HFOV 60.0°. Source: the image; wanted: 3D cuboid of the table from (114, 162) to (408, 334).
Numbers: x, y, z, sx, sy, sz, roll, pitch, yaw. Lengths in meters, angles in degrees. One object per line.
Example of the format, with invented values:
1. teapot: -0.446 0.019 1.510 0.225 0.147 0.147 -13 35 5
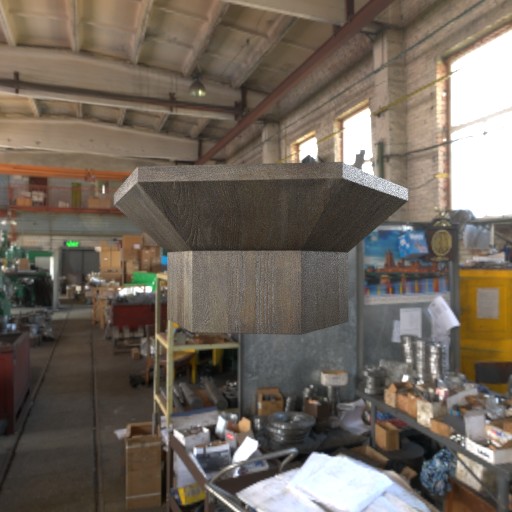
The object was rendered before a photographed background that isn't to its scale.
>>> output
1. table: 0.000 0.000 1.673 0.966 0.488 1.115 0 -1 36
